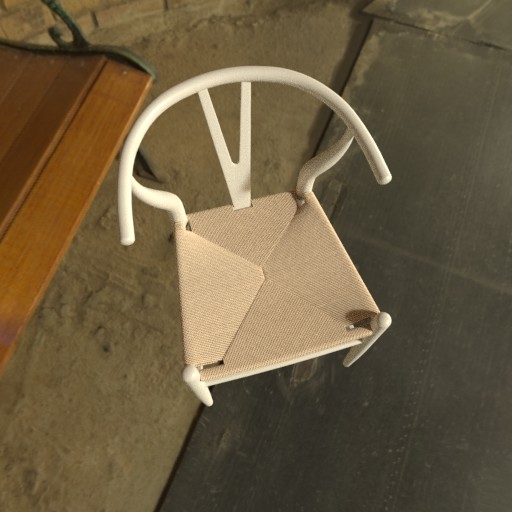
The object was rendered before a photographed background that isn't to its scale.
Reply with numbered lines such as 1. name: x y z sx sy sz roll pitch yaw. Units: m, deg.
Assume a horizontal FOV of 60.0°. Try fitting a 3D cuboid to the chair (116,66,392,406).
1. chair: 0.000 0.000 1.164 0.569 0.730 0.579 -14 65 -7
